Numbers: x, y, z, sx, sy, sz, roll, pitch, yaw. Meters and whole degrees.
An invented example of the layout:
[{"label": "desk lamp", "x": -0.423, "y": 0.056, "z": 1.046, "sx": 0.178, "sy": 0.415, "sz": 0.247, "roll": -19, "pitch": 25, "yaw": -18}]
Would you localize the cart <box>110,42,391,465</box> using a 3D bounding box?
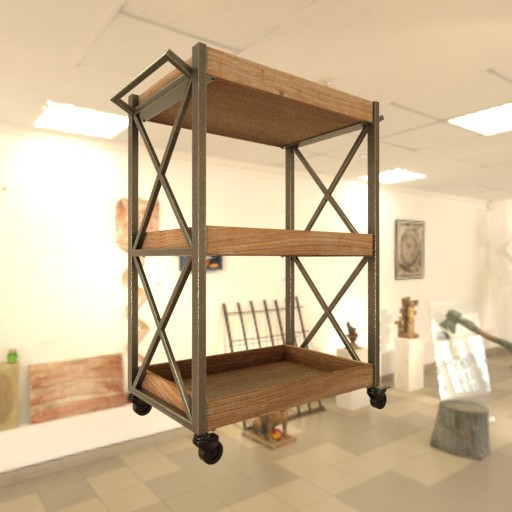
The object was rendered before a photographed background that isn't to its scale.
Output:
[{"label": "cart", "x": 0.000, "y": 0.000, "z": 1.179, "sx": 0.673, "sy": 0.835, "sz": 0.377, "roll": 0, "pitch": 0, "yaw": -37}]
